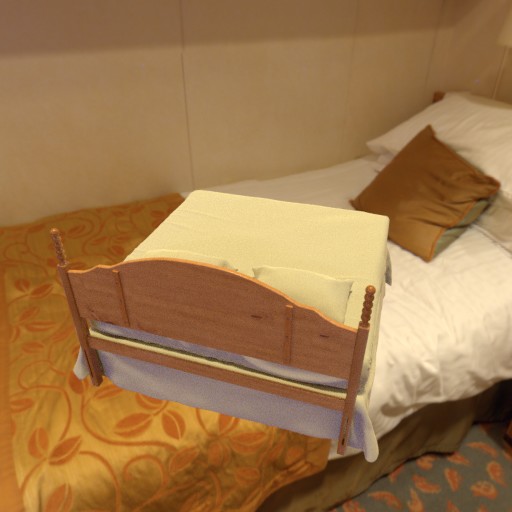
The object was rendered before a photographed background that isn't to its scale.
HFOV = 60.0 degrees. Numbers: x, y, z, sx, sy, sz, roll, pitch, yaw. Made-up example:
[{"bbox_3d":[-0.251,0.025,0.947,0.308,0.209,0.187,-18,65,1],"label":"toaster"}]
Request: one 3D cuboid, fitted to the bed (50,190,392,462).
[{"bbox_3d":[0.000,0.000,3.629,2.322,1.355,2.219,10,35,15],"label":"bed"}]
